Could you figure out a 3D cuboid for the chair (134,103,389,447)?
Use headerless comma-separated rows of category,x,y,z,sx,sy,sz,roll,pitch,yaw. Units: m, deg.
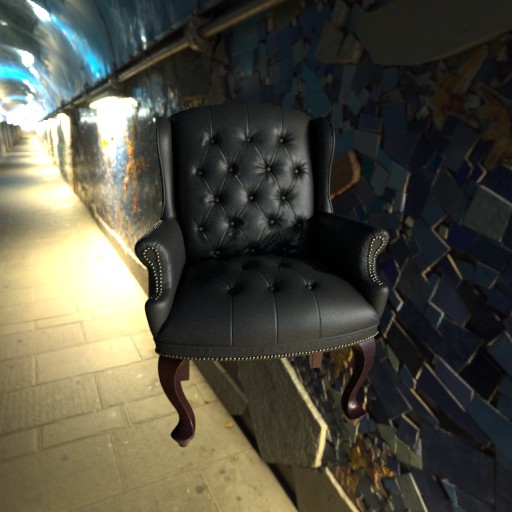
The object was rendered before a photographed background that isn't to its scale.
chair,0.000,0.000,1.662,0.838,1.111,0.762,-3,17,-10
